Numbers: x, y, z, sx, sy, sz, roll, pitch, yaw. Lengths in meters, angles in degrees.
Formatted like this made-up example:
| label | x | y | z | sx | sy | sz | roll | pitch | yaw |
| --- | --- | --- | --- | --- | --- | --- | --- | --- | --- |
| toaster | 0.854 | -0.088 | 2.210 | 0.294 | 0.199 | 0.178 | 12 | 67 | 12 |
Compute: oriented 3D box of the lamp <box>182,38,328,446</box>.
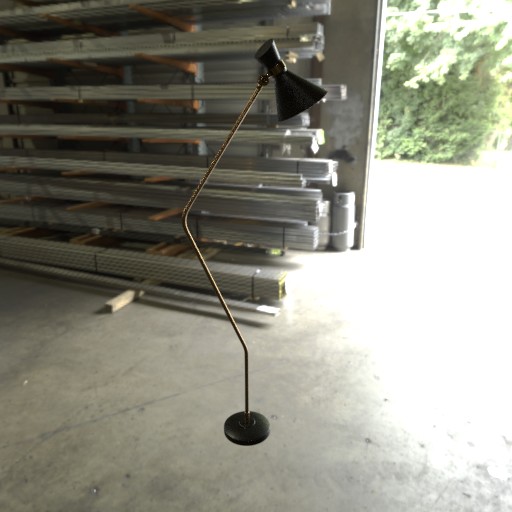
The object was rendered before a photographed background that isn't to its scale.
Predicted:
| label | x | y | z | sx | sy | sz | roll | pitch | yaw |
| --- | --- | --- | --- | --- | --- | --- | --- | --- | --- |
| lamp | 0.000 | 0.000 | 1.617 | 0.467 | 1.438 | 0.277 | 2 | 17 | 8 |
